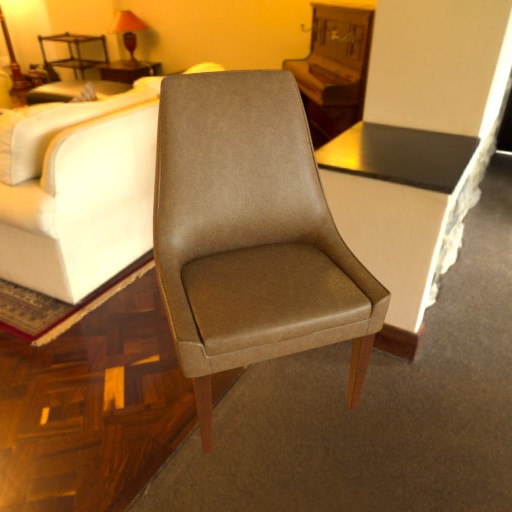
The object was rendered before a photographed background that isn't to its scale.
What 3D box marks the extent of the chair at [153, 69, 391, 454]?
[{"bbox_3d":[0.000,0.000,1.197,0.529,0.861,0.544,-10,33,-16],"label":"chair"}]
